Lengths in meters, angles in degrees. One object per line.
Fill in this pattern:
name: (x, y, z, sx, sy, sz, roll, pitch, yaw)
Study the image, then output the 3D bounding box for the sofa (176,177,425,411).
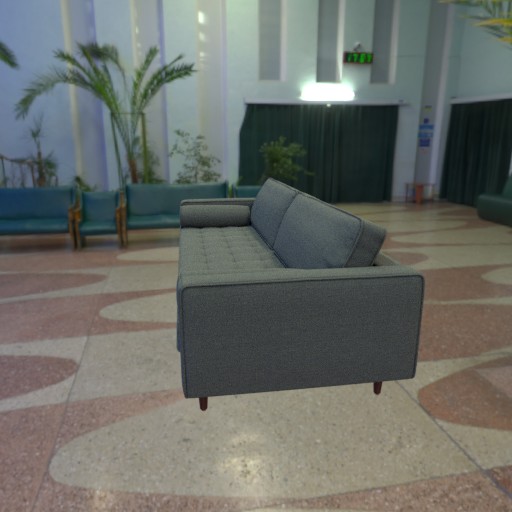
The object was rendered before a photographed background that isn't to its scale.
sofa: (0.000, 0.000, 2.625, 0.914, 0.762, 2.198, -2, 15, -9)
